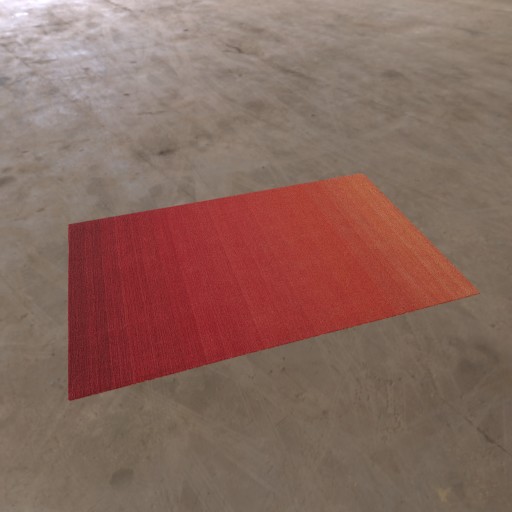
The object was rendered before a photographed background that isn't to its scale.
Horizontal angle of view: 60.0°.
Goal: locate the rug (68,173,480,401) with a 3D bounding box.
[{"bbox_3d":[0.000,0.000,3.021,2.442,0.010,1.531,-12,42,-13],"label":"rug"}]
